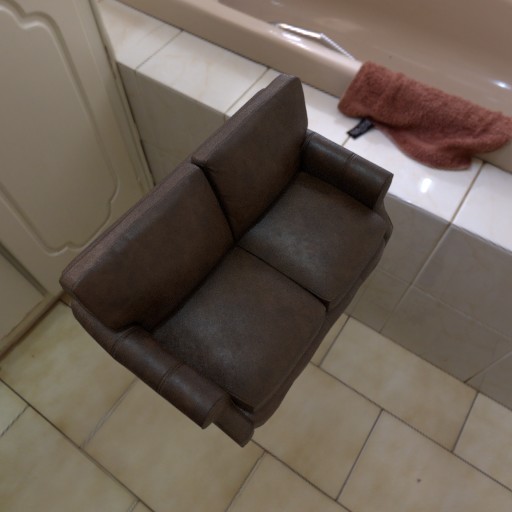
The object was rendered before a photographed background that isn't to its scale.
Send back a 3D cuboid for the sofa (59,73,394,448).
[{"bbox_3d":[0.000,0.000,2.242,0.990,0.976,1.616,33,65,18],"label":"sofa"}]
